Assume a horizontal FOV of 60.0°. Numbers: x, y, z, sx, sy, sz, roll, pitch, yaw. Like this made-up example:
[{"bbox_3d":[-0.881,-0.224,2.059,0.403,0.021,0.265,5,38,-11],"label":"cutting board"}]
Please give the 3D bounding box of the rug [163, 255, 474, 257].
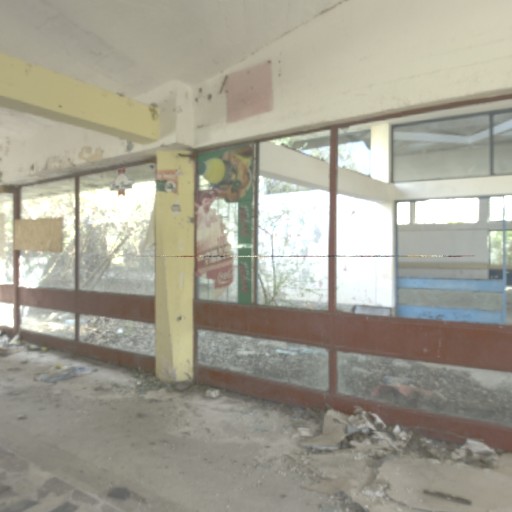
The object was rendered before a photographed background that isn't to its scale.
[{"bbox_3d":[0.000,0.000,3.064,1.465,0.012,2.465,0,0,-19],"label":"rug"}]
